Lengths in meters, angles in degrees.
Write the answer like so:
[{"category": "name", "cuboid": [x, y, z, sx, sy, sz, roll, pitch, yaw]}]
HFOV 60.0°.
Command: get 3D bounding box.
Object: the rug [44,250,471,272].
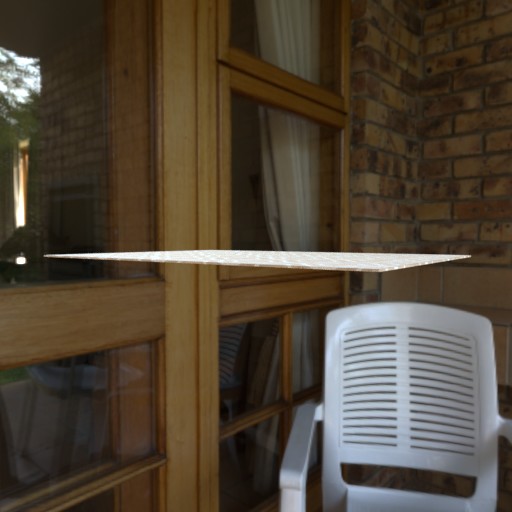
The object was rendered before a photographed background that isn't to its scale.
[{"category": "rug", "cuboid": [0.000, 0.000, 2.712, 2.134, 0.010, 1.524, 2, 3, 36]}]
